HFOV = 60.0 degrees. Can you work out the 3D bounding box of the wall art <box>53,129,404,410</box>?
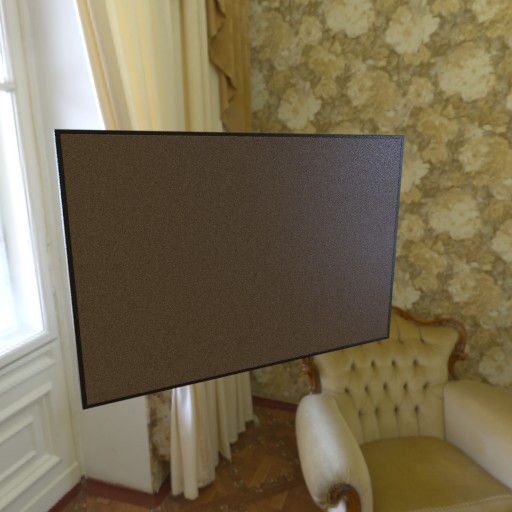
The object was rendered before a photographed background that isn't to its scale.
[{"bbox_3d":[0.000,0.000,1.198,0.939,0.640,0.058,-6,15,-25],"label":"wall art"}]
